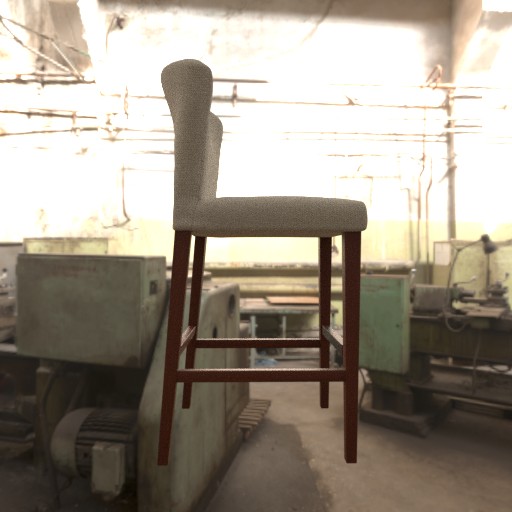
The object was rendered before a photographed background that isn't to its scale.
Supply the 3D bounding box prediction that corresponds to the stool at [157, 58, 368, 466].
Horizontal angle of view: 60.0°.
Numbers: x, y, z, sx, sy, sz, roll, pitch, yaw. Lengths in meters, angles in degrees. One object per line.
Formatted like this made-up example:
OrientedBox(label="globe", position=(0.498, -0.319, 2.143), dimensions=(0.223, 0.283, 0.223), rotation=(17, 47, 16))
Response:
OrientedBox(label="stool", position=(0.000, 0.000, 1.352), dimensions=(0.568, 1.069, 0.481), rotation=(0, 0, -1))
